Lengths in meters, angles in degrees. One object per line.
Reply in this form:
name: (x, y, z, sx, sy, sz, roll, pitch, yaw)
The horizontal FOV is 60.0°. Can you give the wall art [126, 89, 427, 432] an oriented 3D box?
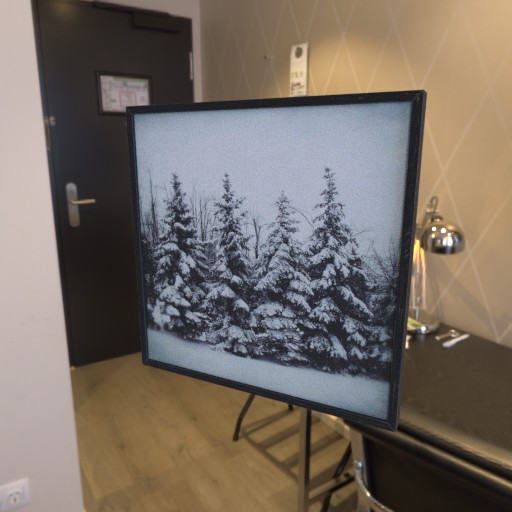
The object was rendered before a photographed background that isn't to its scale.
wall art: (0.000, 0.000, 0.759, 0.506, 0.506, 0.036, 7, 15, 26)
